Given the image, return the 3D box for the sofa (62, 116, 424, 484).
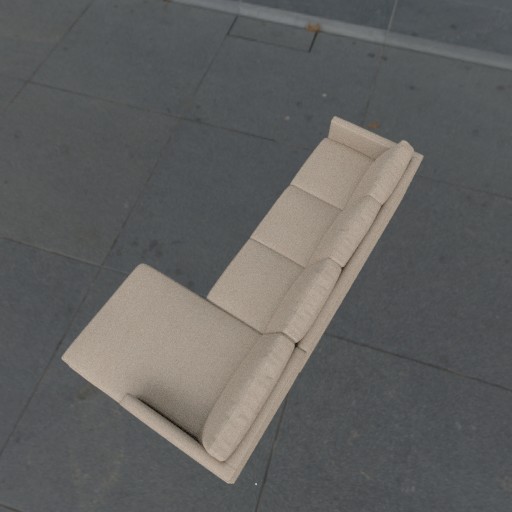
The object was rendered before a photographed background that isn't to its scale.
[{"bbox_3d":[0.000,0.000,3.844,1.622,0.867,3.177,30,67,14],"label":"sofa"}]
